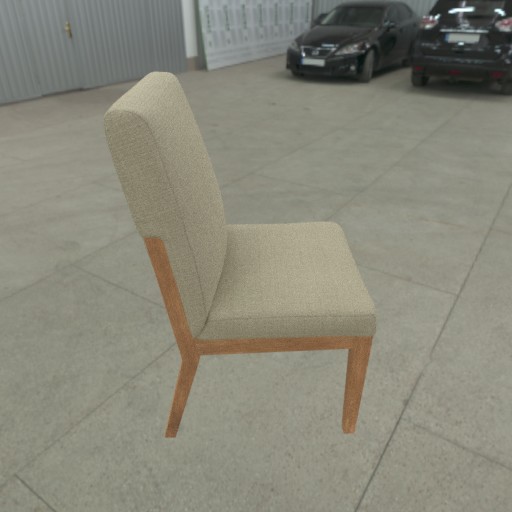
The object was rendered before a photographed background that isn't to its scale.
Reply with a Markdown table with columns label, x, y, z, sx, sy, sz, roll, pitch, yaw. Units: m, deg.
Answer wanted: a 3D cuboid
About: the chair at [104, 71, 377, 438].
| label | x | y | z | sx | sy | sz | roll | pitch | yaw |
| --- | --- | --- | --- | --- | --- | --- | --- | --- | --- |
| chair | 0.000 | 0.000 | 1.237 | 0.586 | 0.911 | 0.507 | -1 | 31 | -1 |
